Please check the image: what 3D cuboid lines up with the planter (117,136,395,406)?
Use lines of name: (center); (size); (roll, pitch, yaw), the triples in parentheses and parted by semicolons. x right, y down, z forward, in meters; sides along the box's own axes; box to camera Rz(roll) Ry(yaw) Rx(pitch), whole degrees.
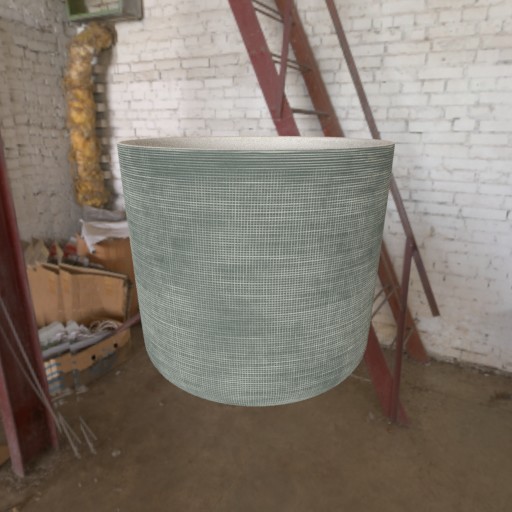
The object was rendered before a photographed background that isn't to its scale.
planter: (0.000, 0.000, 0.790); (0.440, 0.398, 0.440); (0, 17, 0)
